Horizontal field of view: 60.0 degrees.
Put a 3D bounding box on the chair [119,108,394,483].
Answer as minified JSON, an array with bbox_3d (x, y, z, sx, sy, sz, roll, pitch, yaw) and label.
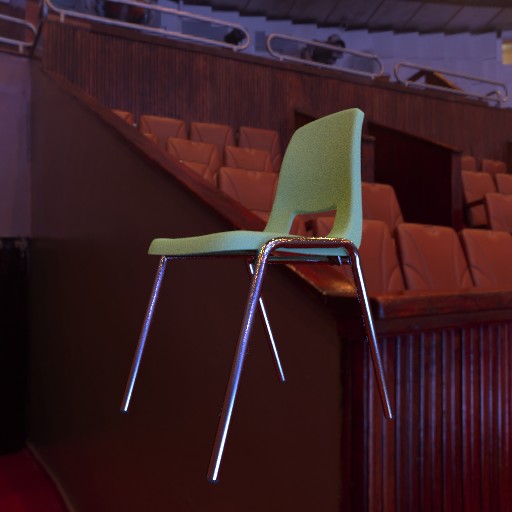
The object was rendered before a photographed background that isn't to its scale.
[{"bbox_3d":[0.000,0.000,0.904,0.436,0.653,0.381,0,-1,-36],"label":"chair"}]
